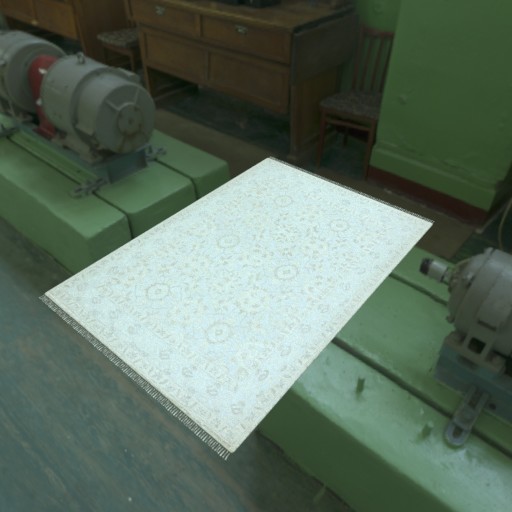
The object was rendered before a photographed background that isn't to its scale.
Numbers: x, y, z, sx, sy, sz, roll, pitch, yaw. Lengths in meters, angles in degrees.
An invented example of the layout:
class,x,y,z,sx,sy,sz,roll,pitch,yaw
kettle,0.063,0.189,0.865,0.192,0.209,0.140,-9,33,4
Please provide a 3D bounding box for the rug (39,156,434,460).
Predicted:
class,x,y,z,sx,sy,sz,roll,pitch,yaw
rug,0.000,0.000,2.920,1.514,0.011,2.233,29,49,29
